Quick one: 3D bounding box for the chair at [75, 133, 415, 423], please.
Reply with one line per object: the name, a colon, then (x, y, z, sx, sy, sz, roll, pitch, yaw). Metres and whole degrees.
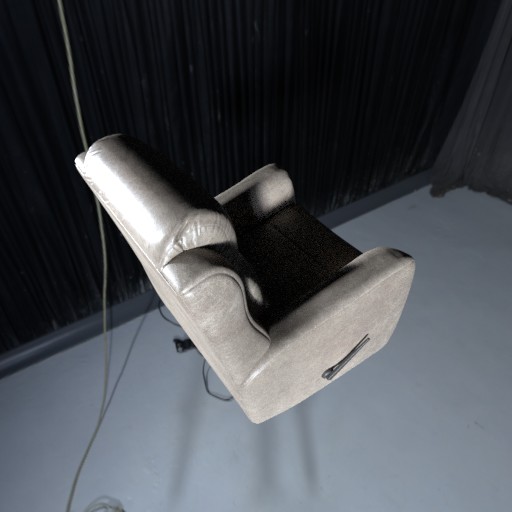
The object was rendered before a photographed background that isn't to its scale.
chair: (0.000, 0.000, 1.897, 1.068, 1.116, 0.967, -25, 47, -25)
